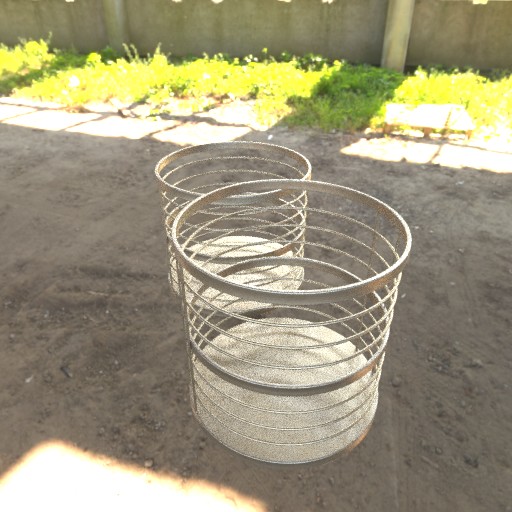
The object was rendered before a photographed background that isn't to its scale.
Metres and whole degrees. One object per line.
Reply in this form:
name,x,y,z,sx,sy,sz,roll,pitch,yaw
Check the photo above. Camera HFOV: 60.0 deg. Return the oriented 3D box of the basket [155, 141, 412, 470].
basket,0.000,0.000,0.925,0.356,0.351,0.746,-8,33,-13
